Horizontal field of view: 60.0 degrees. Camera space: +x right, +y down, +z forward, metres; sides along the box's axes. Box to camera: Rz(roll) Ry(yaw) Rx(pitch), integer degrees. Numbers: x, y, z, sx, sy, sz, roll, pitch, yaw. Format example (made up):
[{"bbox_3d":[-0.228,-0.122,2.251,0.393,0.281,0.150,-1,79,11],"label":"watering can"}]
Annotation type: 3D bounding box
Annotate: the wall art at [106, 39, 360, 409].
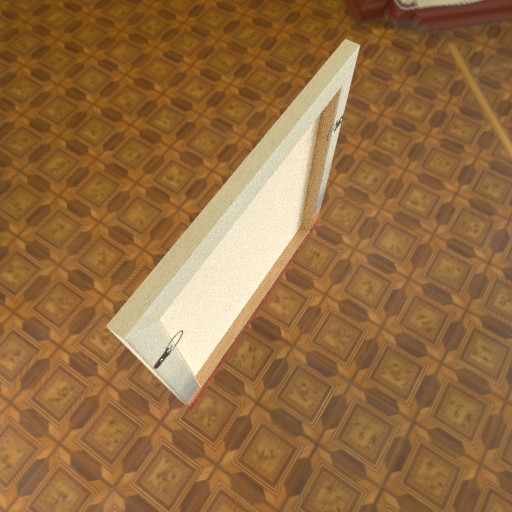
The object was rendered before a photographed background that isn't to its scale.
[{"bbox_3d":[0.000,0.000,0.608,0.023,0.405,0.405,30,67,14],"label":"wall art"}]
